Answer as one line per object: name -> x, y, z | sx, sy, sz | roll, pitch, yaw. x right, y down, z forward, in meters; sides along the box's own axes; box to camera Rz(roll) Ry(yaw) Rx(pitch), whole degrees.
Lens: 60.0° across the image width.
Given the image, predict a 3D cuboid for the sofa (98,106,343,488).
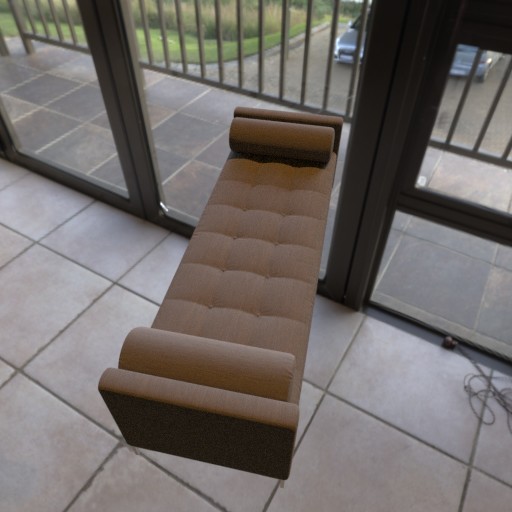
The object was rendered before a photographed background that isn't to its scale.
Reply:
sofa -> 0.000, 0.000, 2.318 | 0.686, 0.635, 1.981 | 9, 47, 8
